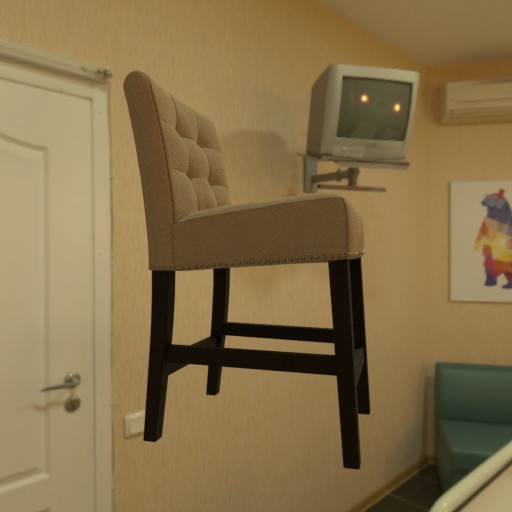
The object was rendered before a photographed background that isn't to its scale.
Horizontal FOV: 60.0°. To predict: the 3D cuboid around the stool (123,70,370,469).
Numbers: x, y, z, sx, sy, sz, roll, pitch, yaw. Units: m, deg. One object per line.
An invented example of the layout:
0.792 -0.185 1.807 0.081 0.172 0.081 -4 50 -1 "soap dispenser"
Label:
0.000 0.000 1.173 0.571 0.885 0.427 0 1 18 "stool"
